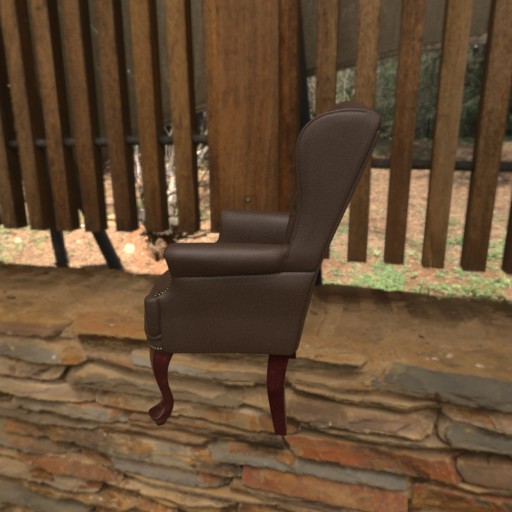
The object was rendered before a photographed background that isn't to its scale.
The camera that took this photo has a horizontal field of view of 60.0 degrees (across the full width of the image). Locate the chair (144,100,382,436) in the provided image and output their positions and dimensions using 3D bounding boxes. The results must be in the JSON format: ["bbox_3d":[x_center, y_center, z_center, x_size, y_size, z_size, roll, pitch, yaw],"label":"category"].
[{"bbox_3d":[0.000,0.000,1.724,0.819,1.132,0.829,2,15,8],"label":"chair"}]
